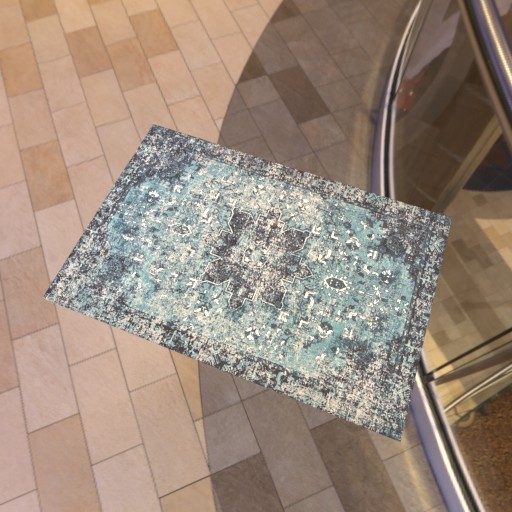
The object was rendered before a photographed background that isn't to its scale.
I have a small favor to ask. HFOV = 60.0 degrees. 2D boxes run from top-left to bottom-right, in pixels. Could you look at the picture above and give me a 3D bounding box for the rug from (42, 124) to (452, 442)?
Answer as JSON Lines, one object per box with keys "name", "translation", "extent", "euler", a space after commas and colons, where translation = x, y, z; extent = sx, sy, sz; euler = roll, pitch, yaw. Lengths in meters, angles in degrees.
{"name": "rug", "translation": [0.000, 0.000, 2.322], "extent": [1.828, 0.005, 1.219], "euler": [19, 66, 9]}
